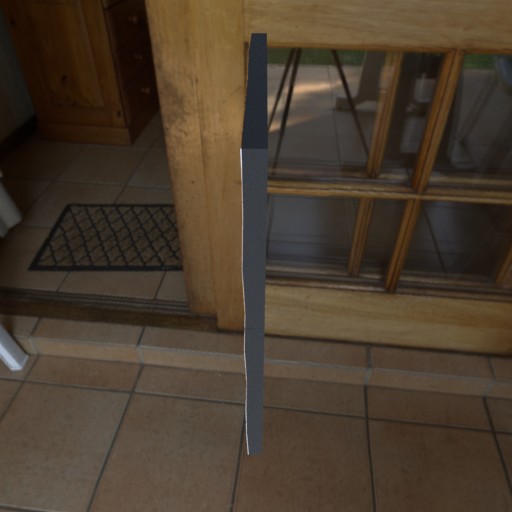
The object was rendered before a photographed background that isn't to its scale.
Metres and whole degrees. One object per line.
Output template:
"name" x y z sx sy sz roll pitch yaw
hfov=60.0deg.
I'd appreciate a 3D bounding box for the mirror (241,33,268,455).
"mirror" 0.000 0.000 1.147 0.044 0.912 0.606 1 41 1
